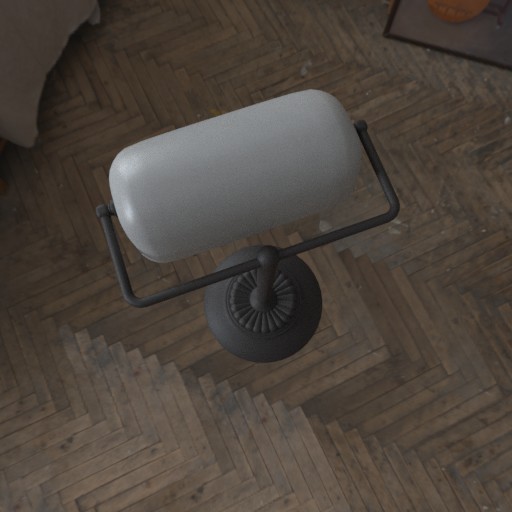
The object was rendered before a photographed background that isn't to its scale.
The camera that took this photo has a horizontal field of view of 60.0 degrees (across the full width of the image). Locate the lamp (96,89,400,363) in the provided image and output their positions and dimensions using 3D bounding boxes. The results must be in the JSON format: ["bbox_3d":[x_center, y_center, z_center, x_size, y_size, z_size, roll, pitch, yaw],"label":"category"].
[{"bbox_3d":[0.000,0.000,0.513,0.264,0.339,0.243,-19,77,-5],"label":"lamp"}]
